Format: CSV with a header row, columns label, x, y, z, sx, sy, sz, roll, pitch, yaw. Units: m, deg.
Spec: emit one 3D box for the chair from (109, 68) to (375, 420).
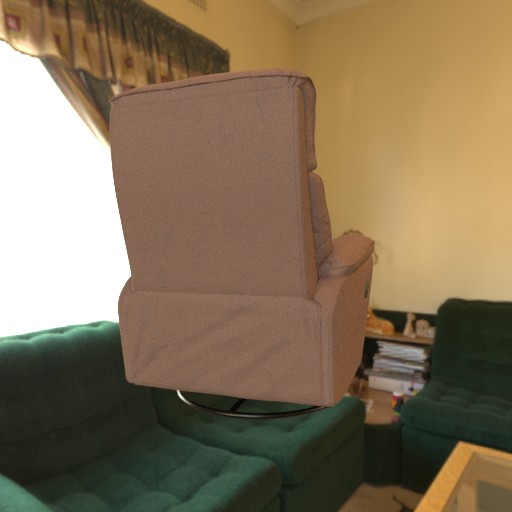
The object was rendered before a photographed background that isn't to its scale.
label,x,y,z,sx,sy,sz,roll,pitch,yaw
chair,0.000,0.000,1.672,0.820,1.037,1.004,0,1,19
